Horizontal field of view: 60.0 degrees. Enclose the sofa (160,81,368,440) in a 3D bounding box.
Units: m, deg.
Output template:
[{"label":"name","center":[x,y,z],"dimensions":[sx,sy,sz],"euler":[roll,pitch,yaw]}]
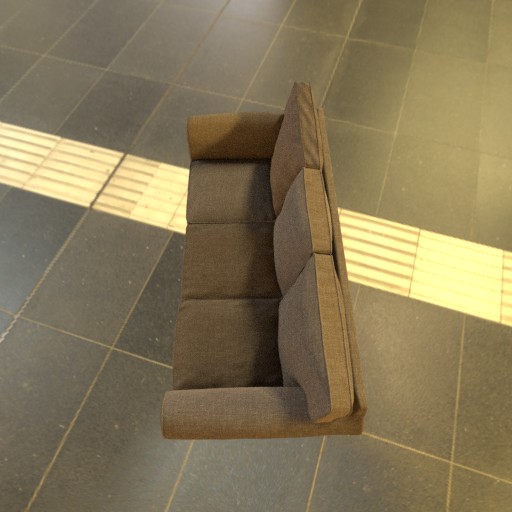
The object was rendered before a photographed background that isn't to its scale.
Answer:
[{"label":"sofa","center":[0.000,0.000,2.628],"dimensions":[0.916,0.961,2.084],"euler":[-1,58,-1]}]
